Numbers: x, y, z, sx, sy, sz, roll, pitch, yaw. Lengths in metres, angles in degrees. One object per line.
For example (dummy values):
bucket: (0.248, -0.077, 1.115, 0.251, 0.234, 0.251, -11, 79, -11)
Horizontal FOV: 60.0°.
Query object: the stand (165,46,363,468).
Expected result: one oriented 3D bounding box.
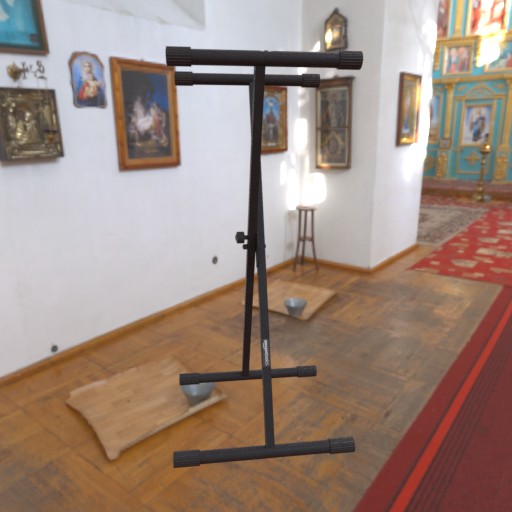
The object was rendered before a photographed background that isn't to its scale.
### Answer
stand: (0.000, 0.000, 1.159, 0.449, 0.940, 0.409, -2, 15, -7)
